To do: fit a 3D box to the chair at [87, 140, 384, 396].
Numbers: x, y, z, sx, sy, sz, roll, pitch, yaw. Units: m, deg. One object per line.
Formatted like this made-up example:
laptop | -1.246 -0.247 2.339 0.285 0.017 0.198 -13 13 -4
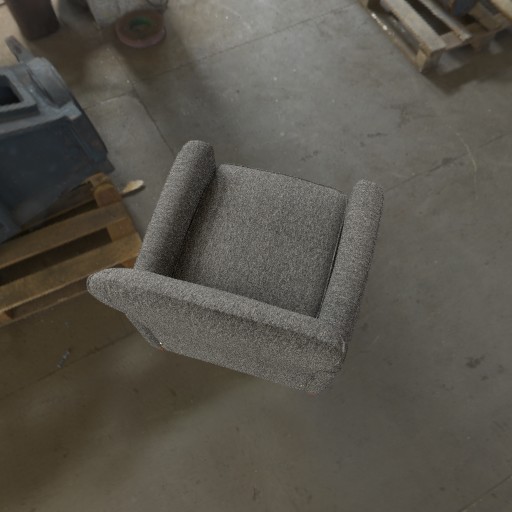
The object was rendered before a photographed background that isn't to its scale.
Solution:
chair | 0.000 0.000 1.684 0.848 1.014 0.864 15 65 7
